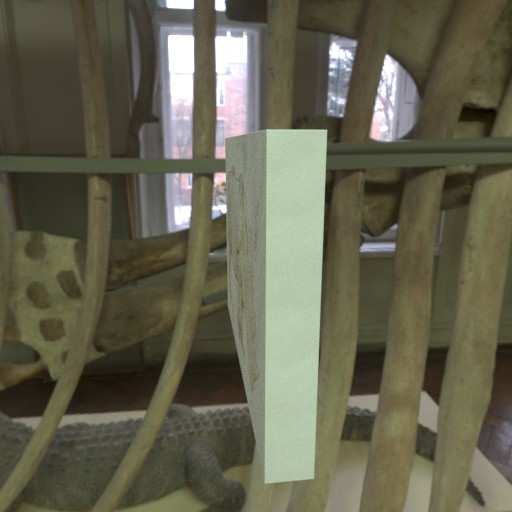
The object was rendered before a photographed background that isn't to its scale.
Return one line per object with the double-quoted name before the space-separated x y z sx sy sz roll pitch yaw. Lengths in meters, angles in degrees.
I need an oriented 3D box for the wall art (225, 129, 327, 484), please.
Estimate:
"wall art" 0.000 0.000 0.485 0.038 0.254 0.381 -2 14 -7
